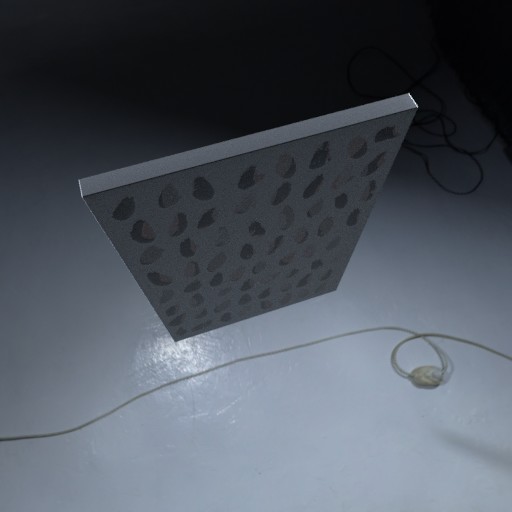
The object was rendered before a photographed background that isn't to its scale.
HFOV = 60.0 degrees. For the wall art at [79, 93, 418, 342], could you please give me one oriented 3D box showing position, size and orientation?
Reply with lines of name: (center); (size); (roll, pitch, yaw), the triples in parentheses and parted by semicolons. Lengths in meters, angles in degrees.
wall art: (0.000, 0.000, 0.785); (0.405, 0.608, 0.025); (-17, 65, -8)
